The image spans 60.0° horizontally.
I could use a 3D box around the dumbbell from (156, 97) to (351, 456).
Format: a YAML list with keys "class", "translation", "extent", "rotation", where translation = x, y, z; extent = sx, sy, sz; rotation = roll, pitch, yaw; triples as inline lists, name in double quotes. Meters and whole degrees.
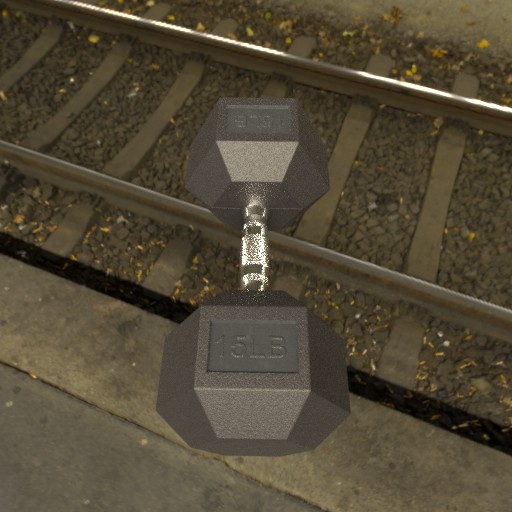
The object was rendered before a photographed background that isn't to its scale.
- class: "dumbbell"
  translation: [0.000, 0.000, 0.337]
  extent: [0.122, 0.106, 0.271]
  rotation: [1, 58, 0]
